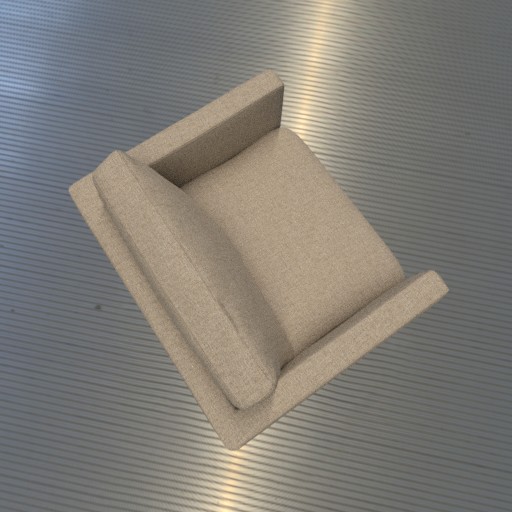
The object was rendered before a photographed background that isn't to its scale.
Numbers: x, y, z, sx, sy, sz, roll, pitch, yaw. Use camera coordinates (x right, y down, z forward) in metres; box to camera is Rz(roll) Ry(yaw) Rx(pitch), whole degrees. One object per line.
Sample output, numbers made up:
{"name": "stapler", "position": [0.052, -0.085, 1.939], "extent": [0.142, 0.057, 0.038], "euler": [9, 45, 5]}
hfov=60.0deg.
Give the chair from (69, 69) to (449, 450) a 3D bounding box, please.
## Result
{"name": "chair", "position": [0.000, 0.000, 1.826], "extent": [0.959, 0.961, 1.107], "euler": [-33, 78, -8]}
